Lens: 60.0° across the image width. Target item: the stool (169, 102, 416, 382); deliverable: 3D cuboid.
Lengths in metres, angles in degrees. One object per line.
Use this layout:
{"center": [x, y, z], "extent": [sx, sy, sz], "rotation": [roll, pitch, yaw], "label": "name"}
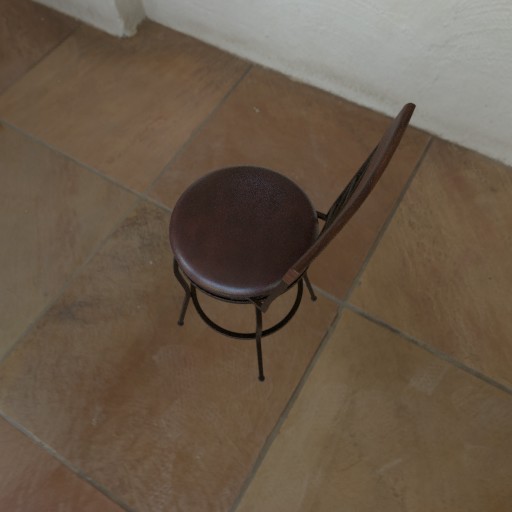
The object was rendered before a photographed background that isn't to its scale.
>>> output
{"center": [0.000, 0.000, 1.363], "extent": [0.513, 1.130, 0.448], "rotation": [31, 67, 14], "label": "stool"}
